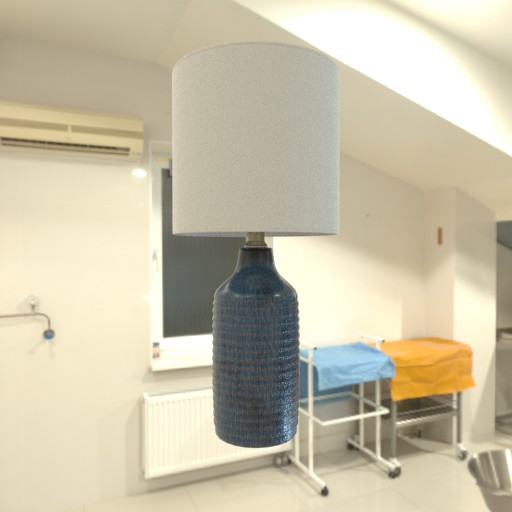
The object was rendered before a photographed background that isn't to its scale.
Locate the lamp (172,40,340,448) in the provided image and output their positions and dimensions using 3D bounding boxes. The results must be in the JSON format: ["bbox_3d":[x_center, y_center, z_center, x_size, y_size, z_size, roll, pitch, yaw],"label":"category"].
[{"bbox_3d":[0.000,0.000,0.598,0.220,0.475,0.220,0,1,-17],"label":"lamp"}]
